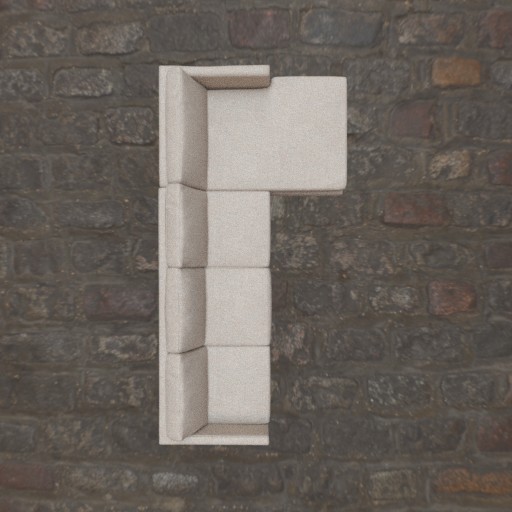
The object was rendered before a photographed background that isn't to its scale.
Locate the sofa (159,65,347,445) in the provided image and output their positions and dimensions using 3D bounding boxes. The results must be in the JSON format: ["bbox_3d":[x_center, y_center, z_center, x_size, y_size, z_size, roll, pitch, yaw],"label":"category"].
[{"bbox_3d":[0.000,0.000,3.932,1.625,0.846,3.186,0,91,1],"label":"sofa"}]
